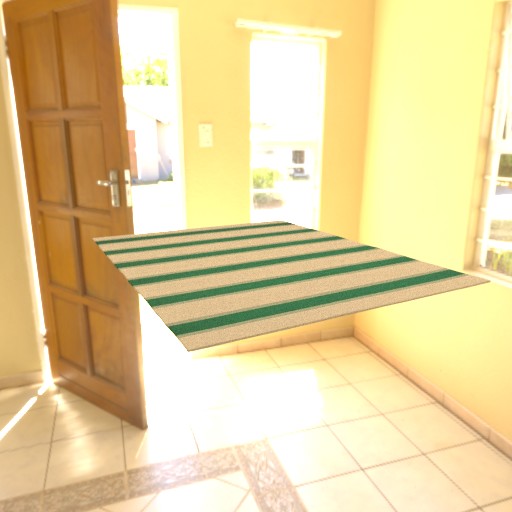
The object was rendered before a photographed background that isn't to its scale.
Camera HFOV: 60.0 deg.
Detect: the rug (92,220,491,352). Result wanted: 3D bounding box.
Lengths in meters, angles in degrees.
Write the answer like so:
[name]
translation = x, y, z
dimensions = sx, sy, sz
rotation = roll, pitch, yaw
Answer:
[rug]
translation = 0.000, 0.000, 4.107
dimensions = 2.434, 0.019, 3.041
rotation = -8, 17, -27
